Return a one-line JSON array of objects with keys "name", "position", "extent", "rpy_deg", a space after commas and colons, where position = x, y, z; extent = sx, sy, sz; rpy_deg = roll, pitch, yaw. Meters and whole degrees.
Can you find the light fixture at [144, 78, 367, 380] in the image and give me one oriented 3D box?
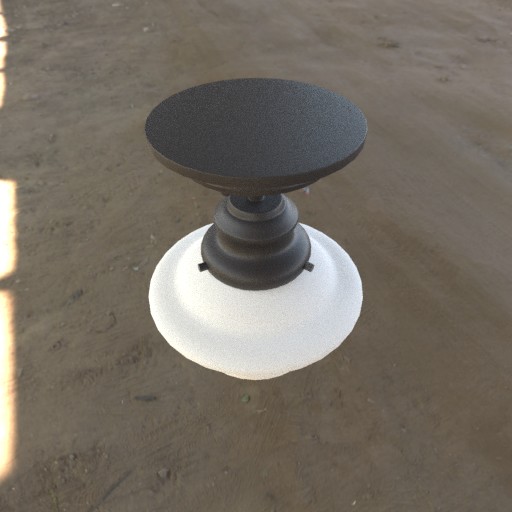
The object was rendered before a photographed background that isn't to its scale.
[{"name": "light fixture", "position": [0.000, 0.000, 0.390], "extent": [0.197, 0.254, 0.197], "rpy_deg": [0, 42, 0]}]
